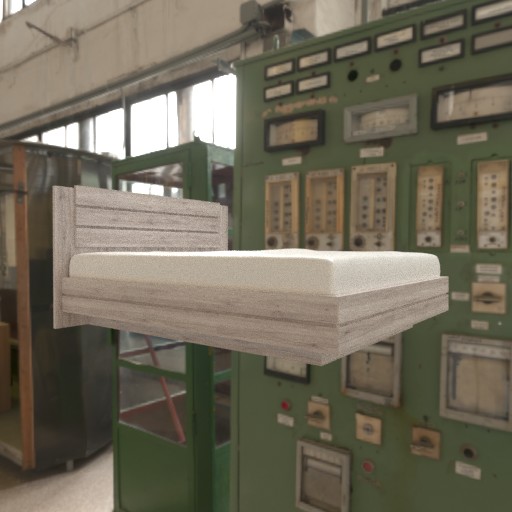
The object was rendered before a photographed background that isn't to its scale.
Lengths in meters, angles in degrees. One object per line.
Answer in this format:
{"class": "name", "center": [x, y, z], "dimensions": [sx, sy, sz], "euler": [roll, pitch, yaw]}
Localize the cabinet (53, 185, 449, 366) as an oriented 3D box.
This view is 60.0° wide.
{"class": "cabinet", "center": [0.000, 0.000, 3.030], "dimensions": [2.080, 0.970, 1.750], "euler": [1, 1, 37]}
